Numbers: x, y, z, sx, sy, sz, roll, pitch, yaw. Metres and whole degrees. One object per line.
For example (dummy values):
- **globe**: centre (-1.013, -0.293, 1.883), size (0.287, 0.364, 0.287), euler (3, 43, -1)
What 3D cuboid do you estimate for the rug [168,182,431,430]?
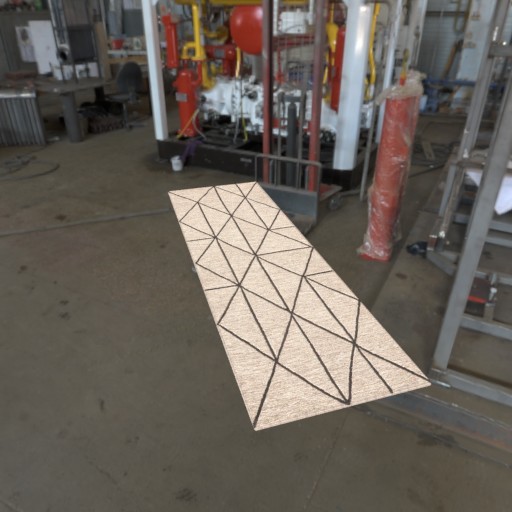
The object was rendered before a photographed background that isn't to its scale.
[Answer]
- **rug**: centre (0.000, 0.000, 2.731), size (0.762, 0.012, 2.438), euler (-9, 31, -15)
